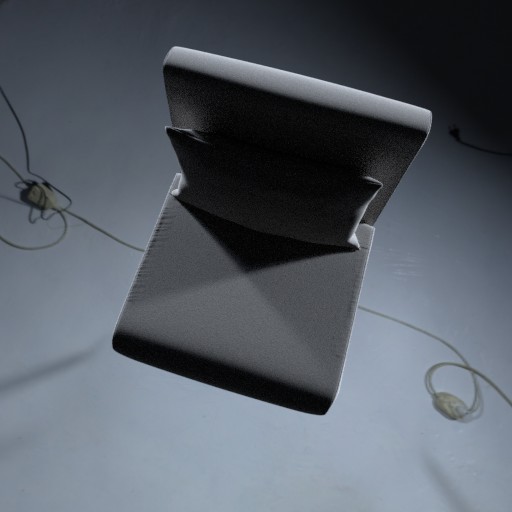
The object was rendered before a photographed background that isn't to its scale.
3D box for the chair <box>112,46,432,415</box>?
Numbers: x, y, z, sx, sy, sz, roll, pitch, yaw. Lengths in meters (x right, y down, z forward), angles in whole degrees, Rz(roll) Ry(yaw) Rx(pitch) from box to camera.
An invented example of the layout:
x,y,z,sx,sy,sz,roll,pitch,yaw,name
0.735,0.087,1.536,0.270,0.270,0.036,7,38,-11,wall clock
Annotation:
x,y,z,sx,sy,sz,roll,pitch,yaw,name
0.000,0.000,1.506,0.770,0.808,0.902,16,76,4,chair
